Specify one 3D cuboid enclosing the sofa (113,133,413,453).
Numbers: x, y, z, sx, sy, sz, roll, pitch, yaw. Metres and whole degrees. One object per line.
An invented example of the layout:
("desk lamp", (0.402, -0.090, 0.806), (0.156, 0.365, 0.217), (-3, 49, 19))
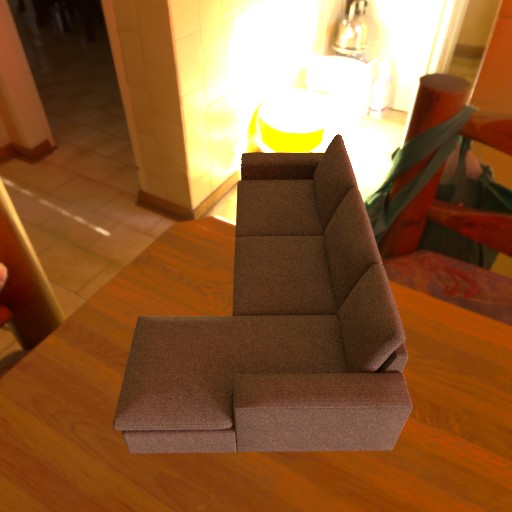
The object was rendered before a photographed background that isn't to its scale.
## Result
("sofa", (0.000, 0.000, 3.484), (1.689, 0.940, 2.718), (0, 43, 0))
